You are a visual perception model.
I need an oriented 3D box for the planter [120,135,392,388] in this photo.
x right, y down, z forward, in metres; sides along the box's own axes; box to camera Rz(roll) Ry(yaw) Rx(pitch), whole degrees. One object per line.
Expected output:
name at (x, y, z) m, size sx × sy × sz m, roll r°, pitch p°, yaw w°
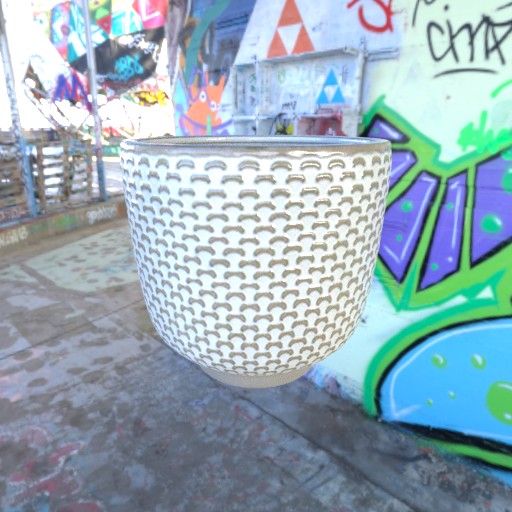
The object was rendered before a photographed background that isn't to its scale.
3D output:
planter at (0.000, 0.000, 0.313) m, size 0.173 × 0.160 × 0.173 m, roll 0°, pitch 17°, yaw 0°
